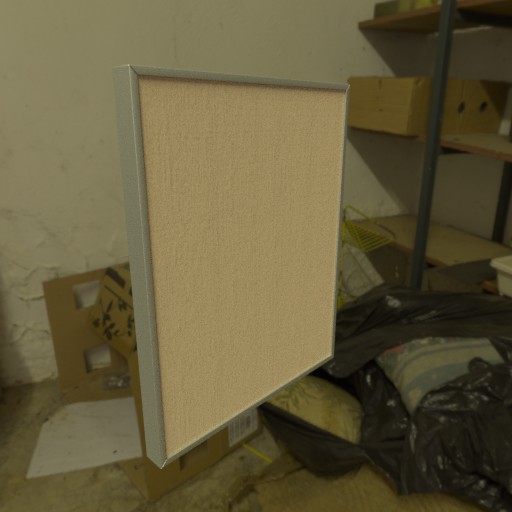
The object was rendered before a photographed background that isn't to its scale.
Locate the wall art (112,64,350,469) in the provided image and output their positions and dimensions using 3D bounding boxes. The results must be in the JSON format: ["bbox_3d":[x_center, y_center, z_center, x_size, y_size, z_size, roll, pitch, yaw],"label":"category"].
[{"bbox_3d":[0.000,0.000,0.739,0.039,0.553,0.445,16,24,42],"label":"wall art"}]
